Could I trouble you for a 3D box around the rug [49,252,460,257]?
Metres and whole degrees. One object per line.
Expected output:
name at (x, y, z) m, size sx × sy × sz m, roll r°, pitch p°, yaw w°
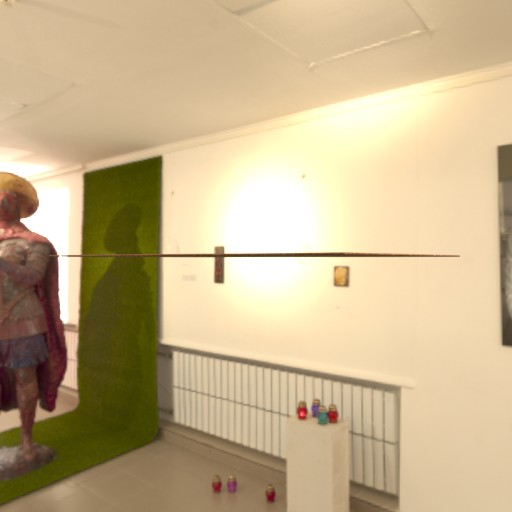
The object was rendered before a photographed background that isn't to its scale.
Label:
rug at (0.000, 0.000, 4.204) m, size 3.050 × 0.015 × 2.441 m, roll 0°, pitch 0°, yaw 38°
